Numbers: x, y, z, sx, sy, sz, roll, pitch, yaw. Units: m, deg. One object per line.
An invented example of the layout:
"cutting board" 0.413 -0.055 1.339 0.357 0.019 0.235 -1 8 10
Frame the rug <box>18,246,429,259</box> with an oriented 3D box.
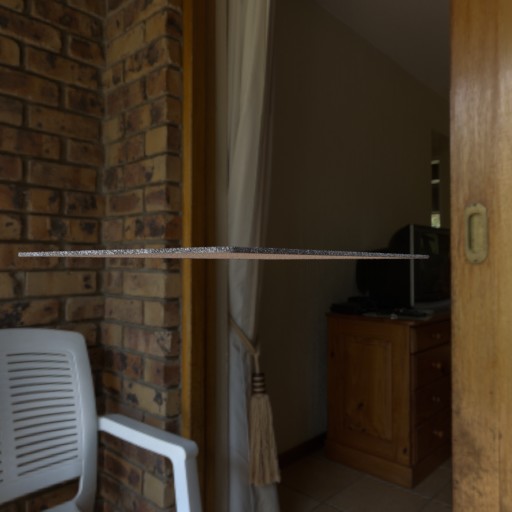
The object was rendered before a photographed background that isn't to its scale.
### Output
"rug" 0.000 0.000 3.377 1.802 0.026 2.699 -1 -1 37
